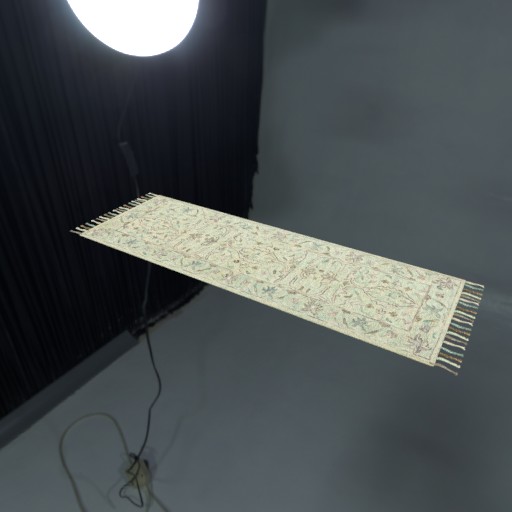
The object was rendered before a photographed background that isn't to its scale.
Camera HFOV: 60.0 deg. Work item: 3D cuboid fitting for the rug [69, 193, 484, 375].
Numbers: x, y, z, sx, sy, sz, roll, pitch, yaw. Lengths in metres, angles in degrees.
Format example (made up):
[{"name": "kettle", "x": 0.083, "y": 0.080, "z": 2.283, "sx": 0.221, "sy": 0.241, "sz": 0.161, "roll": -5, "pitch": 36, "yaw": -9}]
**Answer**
[{"name": "rug", "x": 0.000, "y": 0.000, "z": 2.667, "sx": 2.440, "sy": 0.013, "sz": 0.769, "roll": 18, "pitch": 35, "yaw": 27}]
